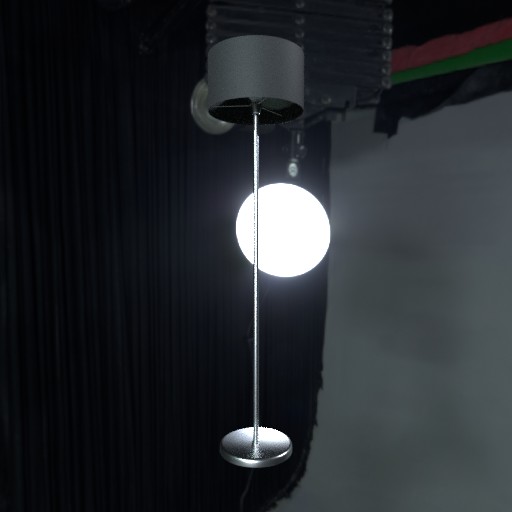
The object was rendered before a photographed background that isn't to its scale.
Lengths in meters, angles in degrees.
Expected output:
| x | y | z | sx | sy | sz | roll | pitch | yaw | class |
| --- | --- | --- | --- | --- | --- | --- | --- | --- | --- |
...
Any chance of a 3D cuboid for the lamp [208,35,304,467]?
| x | y | z | sx | sy | sz | roll | pitch | yaw | class |
| --- | --- | --- | --- | --- | --- | --- | --- | --- | --- |
| 0.000 | 0.000 | 1.632 | 0.348 | 1.443 | 0.348 | 1 | 2 | 37 | lamp |
